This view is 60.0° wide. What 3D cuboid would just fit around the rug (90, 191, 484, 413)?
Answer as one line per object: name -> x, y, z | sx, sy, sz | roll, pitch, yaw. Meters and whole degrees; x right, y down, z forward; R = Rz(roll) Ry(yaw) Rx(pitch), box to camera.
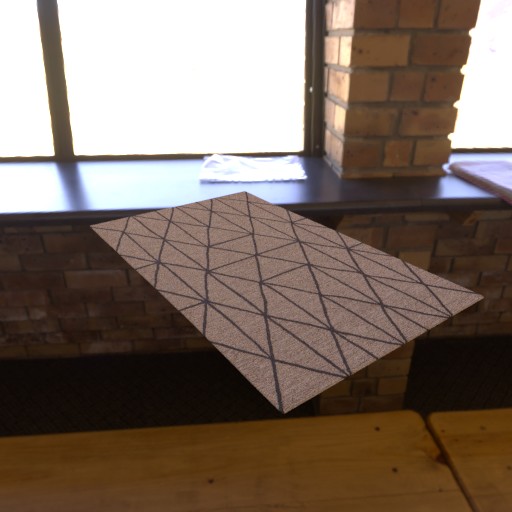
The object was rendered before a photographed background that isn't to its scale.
rug -> 0.000, 0.000, 3.093 | 1.526, 0.008, 2.465 | -18, 31, -32
